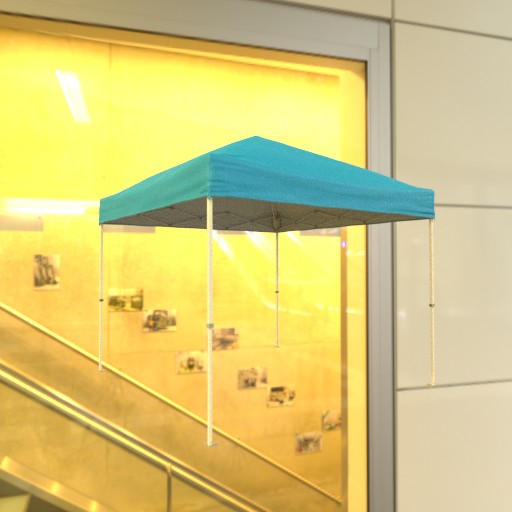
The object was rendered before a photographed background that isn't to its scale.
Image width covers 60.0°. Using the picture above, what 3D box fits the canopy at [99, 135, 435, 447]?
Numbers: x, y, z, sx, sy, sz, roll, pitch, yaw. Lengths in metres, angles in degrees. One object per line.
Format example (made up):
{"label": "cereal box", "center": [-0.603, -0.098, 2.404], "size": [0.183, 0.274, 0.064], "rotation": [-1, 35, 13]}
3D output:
{"label": "canopy", "center": [0.000, 0.000, 5.475], "size": [2.998, 2.997, 2.996], "rotation": [1, -1, -35]}
